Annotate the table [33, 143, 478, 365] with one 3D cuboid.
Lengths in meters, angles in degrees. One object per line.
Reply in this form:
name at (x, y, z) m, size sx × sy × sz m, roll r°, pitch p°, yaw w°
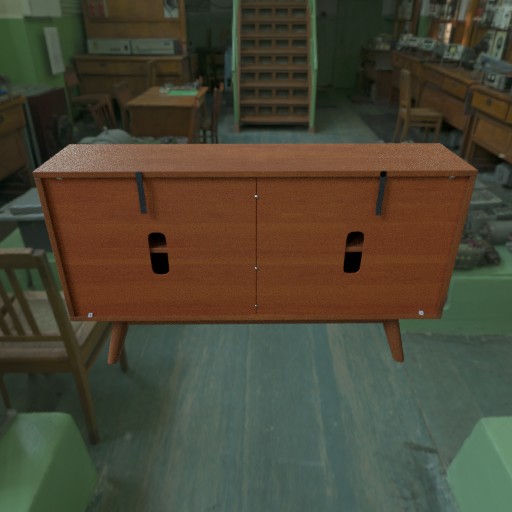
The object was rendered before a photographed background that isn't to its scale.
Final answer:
table at (0.000, 0.000, 1.510) m, size 1.220 × 0.698 × 0.308 m, roll 0°, pitch 29°, yaw -1°
